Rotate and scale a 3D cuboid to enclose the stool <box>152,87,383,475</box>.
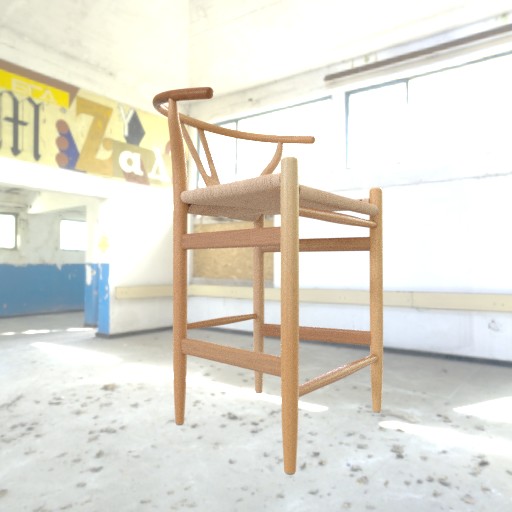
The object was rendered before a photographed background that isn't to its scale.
[{"bbox_3d":[0.000,0.000,1.291,0.575,0.923,0.536,-1,-1,37],"label":"stool"}]
